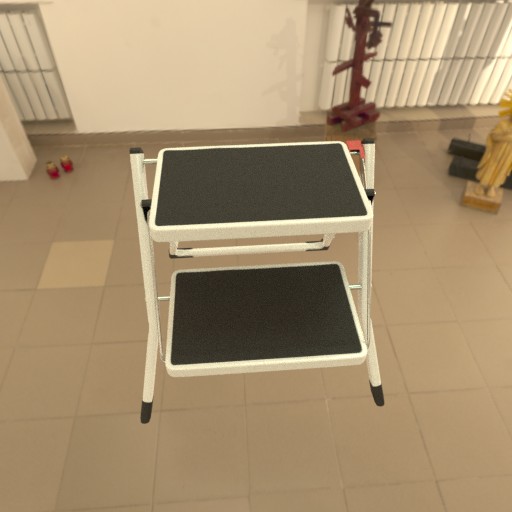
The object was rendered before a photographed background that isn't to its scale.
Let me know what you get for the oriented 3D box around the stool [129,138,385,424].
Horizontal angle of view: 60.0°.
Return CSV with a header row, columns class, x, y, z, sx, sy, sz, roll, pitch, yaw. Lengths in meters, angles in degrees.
class,x,y,z,sx,sy,sz,roll,pitch,yaw
stool,0.000,0.000,0.867,0.485,0.445,0.490,-3,46,-3
